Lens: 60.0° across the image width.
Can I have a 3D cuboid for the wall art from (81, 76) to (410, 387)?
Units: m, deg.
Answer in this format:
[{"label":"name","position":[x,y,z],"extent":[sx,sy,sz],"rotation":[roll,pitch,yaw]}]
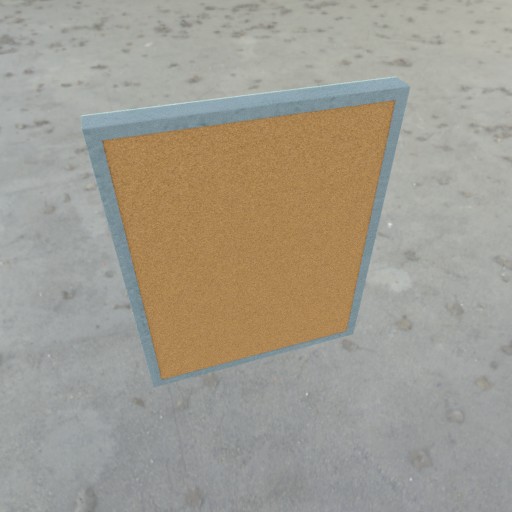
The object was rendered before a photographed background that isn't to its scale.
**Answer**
[{"label":"wall art","position":[0.000,0.000,0.709],"extent":[0.409,0.509,0.037],"rotation":[-12,43,-13]}]
